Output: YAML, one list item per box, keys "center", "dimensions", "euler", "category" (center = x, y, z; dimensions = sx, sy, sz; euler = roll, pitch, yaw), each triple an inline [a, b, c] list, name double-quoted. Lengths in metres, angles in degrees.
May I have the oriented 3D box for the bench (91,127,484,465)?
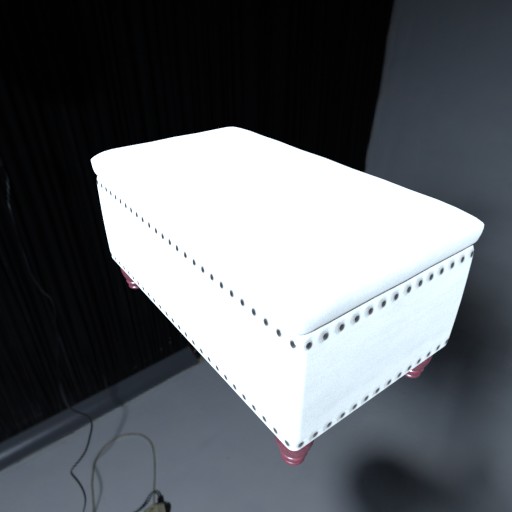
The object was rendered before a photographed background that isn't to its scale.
- center: [0.000, 0.000, 1.166]
  dimensions: [0.500, 0.449, 0.887]
  euler: [-21, 37, -31]
  category: "bench"
